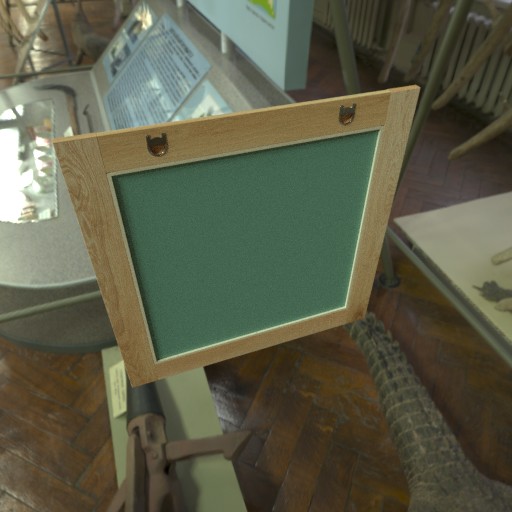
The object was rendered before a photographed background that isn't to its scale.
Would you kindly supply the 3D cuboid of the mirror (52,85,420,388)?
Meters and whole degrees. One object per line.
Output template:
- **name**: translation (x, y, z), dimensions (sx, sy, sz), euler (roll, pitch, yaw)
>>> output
- **mirror**: translation (0.000, 0.000, 1.183), dimensions (0.800, 0.800, 0.020), euler (-14, 43, -15)
